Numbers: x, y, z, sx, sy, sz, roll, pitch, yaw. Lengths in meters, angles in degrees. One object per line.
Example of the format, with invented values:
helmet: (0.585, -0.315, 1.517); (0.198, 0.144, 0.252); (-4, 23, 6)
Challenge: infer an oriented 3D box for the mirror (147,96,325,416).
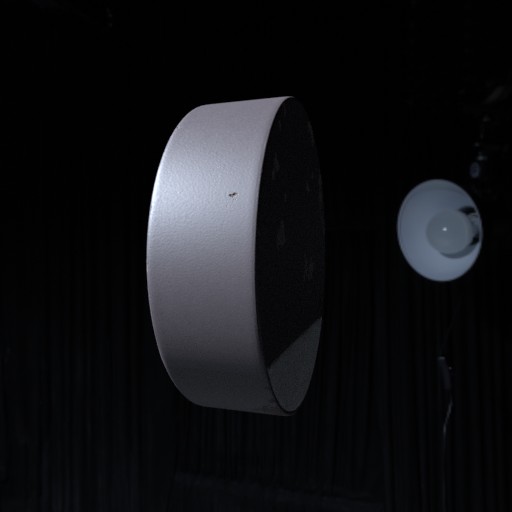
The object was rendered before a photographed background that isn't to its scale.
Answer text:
mirror: (0.000, 0.000, 0.583); (0.126, 0.386, 0.386); (1, 2, 18)
